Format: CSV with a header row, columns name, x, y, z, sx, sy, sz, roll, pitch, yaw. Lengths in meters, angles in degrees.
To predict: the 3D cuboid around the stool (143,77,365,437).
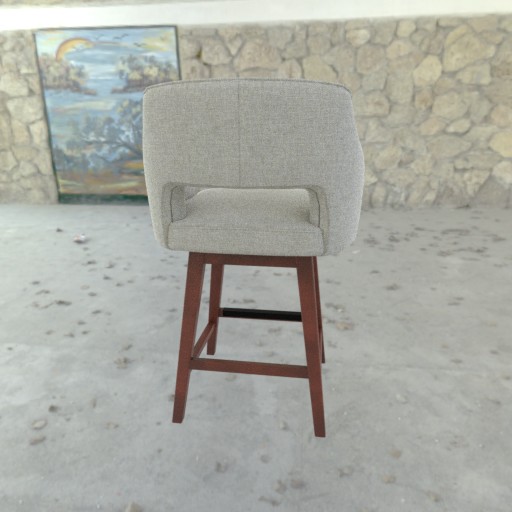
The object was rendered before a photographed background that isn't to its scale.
name,x,y,z,sx,sy,sz,roll,pitch,yaw
stool,0.000,0.000,1.323,0.599,0.944,0.558,2,17,8
